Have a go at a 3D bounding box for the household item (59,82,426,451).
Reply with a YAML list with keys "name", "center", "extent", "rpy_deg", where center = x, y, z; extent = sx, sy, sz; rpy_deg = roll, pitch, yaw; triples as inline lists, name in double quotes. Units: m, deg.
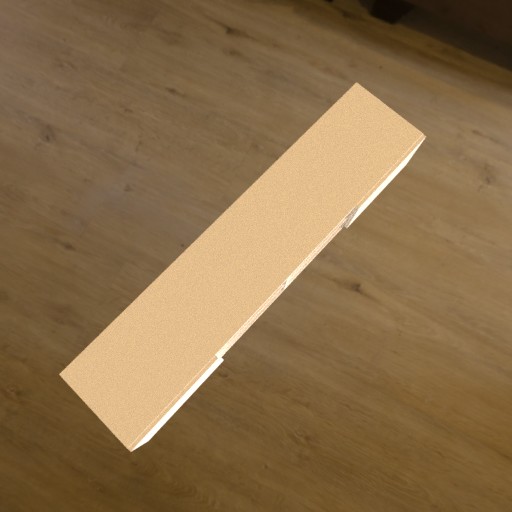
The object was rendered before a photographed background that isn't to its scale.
- name: "household item"
  center: [0.000, 0.000, 2.056]
  extent: [0.420, 0.310, 1.850]
  rpy_deg: [42, 79, 10]
